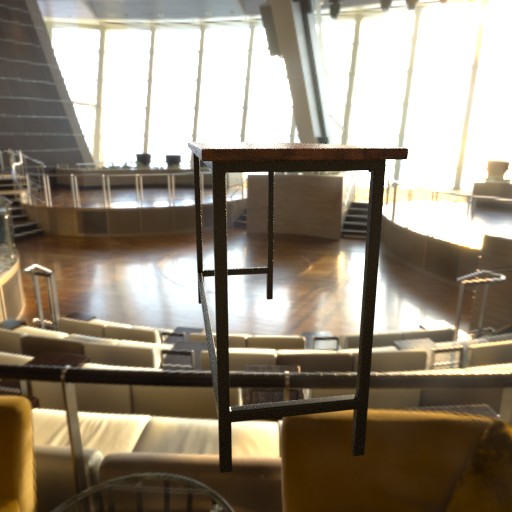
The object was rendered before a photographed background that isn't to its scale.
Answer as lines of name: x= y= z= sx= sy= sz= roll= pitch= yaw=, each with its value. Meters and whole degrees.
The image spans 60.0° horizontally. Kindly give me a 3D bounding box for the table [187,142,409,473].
table: x=0.000 y=0.000 z=1.509 sx=0.408 sy=0.740 sz=1.204 roll=-3 pitch=15 yaw=-9
